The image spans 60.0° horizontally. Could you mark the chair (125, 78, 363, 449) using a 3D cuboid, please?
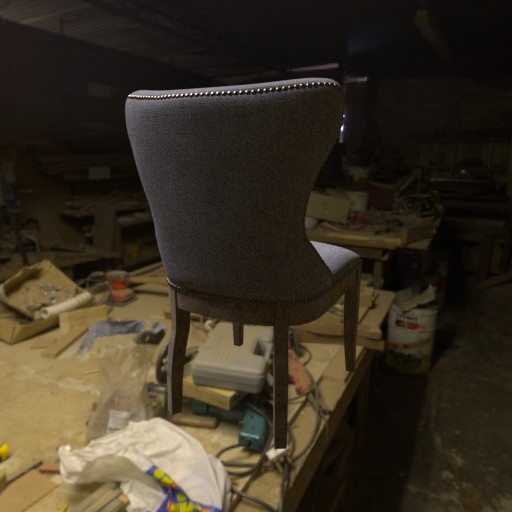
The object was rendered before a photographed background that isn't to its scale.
[{"bbox_3d":[0.000,0.000,1.446,0.654,1.002,0.681,7,15,26],"label":"chair"}]
